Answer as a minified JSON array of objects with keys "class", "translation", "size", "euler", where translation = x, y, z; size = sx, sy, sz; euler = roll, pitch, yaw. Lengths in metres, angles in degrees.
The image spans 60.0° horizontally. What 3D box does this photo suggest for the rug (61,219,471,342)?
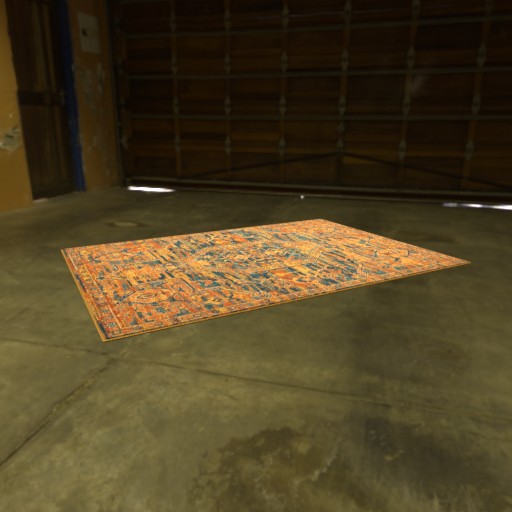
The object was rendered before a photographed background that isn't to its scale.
[{"class":"rug","translation":[0.000,0.000,3.823],"size":[2.916,0.019,2.043],"euler":[-9,18,-27]}]
